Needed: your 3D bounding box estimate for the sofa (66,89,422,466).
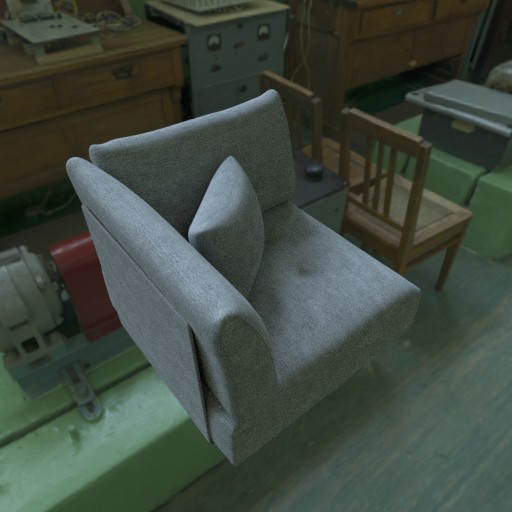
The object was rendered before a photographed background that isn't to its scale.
[{"bbox_3d":[0.000,0.000,1.745,1.000,0.820,1.000,-28,49,-28],"label":"sofa"}]
